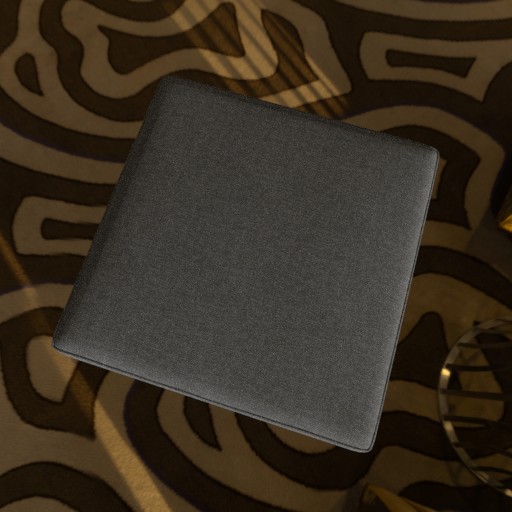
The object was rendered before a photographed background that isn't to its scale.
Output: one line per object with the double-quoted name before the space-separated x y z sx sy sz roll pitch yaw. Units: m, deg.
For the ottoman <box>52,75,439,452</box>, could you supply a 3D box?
"ottoman" 0.000 0.000 1.534 1.000 0.439 1.000 17 76 4
